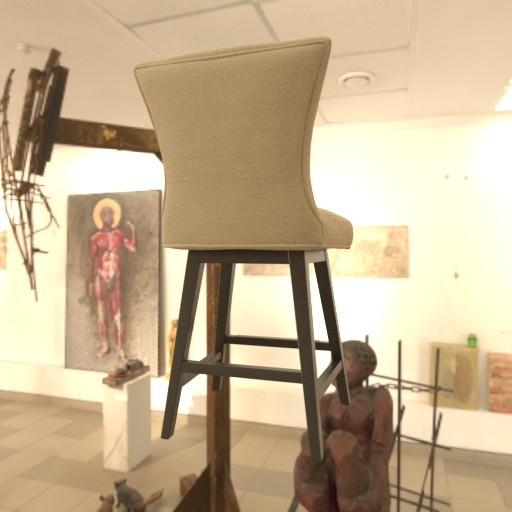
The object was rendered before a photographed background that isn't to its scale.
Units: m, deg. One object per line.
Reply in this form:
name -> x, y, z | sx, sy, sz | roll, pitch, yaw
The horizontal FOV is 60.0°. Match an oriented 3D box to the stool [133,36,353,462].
stool -> 0.000, 0.000, 1.298 | 0.514, 1.000, 0.574 | 0, 1, 18
